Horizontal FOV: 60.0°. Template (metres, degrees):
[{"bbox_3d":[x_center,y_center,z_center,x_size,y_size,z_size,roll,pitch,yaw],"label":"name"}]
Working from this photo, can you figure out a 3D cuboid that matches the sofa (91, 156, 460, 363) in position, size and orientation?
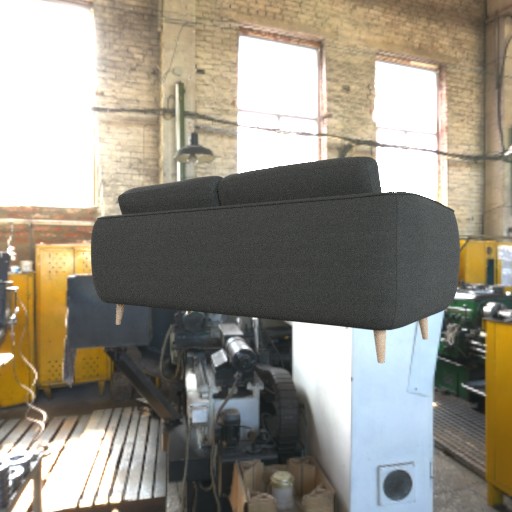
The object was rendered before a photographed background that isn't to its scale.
[{"bbox_3d":[0.000,0.000,2.515,2.000,0.850,0.920,0,0,36],"label":"sofa"}]
